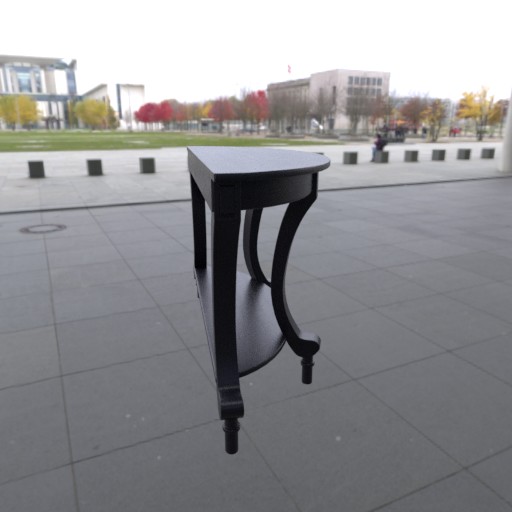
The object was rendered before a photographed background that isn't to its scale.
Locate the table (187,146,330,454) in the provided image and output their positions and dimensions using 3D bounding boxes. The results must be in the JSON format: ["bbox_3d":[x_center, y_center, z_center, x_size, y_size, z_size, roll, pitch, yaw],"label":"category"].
[{"bbox_3d":[0.000,0.000,1.535,0.394,0.692,1.198,-3,17,-11],"label":"table"}]
